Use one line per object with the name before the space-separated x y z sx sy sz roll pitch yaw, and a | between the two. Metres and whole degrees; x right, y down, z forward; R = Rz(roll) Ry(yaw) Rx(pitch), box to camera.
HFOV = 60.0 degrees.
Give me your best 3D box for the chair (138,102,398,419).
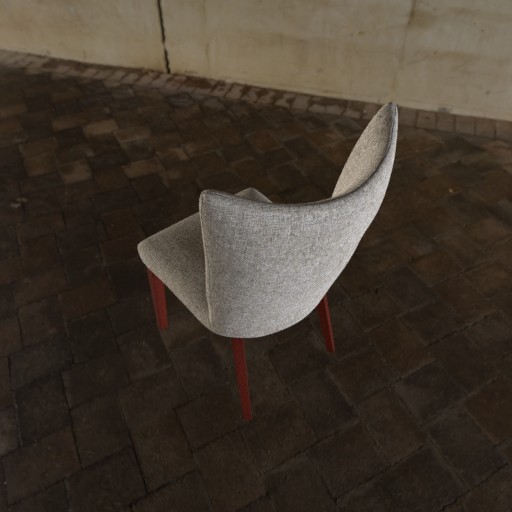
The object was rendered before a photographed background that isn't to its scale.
chair | 0.000 0.000 1.307 0.535 0.924 0.623 -31 53 -27
